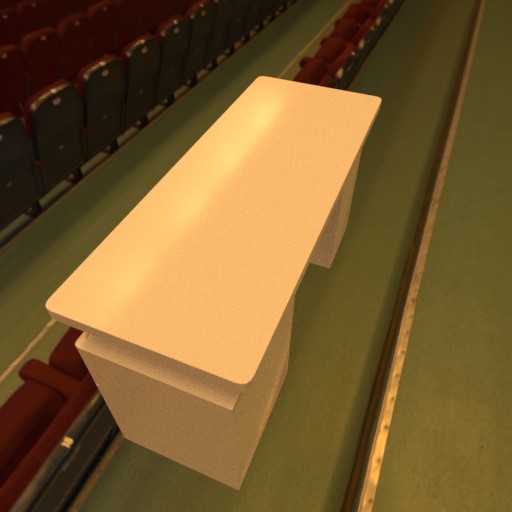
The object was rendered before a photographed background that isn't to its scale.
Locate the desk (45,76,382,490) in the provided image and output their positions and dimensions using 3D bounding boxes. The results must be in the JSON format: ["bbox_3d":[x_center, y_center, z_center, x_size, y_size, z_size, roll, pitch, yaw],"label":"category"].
[{"bbox_3d":[0.000,0.000,1.725,0.550,0.762,1.400,17,48,16],"label":"desk"}]
